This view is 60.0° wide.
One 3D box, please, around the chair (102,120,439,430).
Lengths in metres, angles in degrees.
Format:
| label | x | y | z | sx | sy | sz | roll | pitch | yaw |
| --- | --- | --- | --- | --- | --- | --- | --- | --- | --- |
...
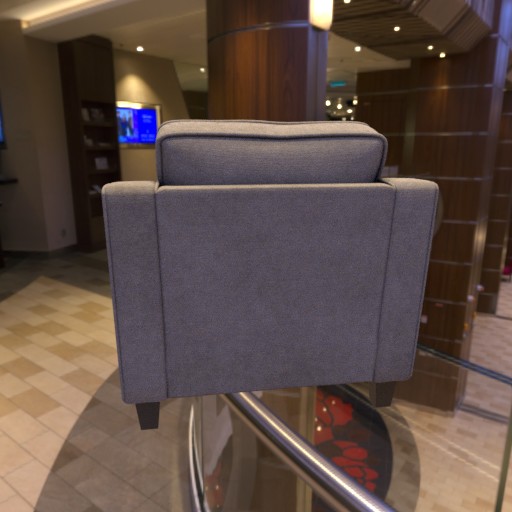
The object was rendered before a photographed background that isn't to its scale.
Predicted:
| label | x | y | z | sx | sy | sz | roll | pitch | yaw |
| --- | --- | --- | --- | --- | --- | --- | --- | --- | --- |
| chair | 0.000 | 0.000 | 1.653 | 0.926 | 0.944 | 0.840 | -2 | 14 | -9 |
